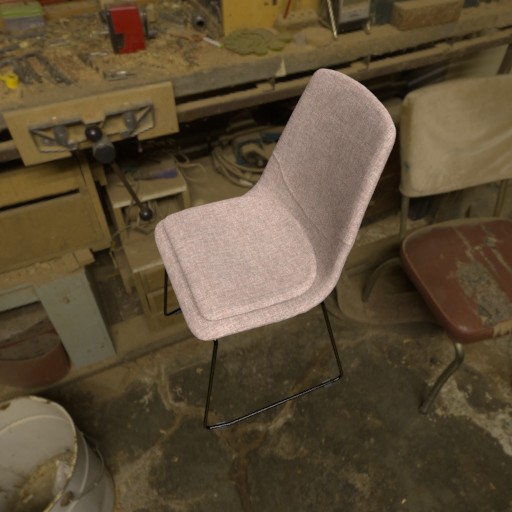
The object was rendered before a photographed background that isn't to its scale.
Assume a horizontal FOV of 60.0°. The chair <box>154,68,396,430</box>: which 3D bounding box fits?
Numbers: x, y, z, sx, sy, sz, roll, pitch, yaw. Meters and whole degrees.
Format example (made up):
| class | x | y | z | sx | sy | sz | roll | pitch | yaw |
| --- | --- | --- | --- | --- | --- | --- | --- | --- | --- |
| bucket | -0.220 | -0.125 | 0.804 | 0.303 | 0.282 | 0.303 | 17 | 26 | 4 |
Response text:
| class | x | y | z | sx | sy | sz | roll | pitch | yaw |
| --- | --- | --- | --- | --- | --- | --- | --- | --- | --- |
| chair | 0.000 | 0.000 | 1.196 | 0.518 | 0.858 | 0.479 | -17 | 49 | -16 |
